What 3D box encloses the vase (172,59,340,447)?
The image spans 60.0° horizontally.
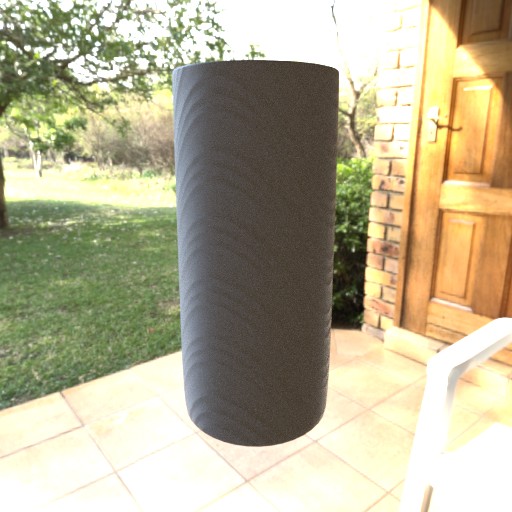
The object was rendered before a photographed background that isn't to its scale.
[{"bbox_3d":[0.000,0.000,0.410,0.143,0.316,0.143,0,15,0],"label":"vase"}]
